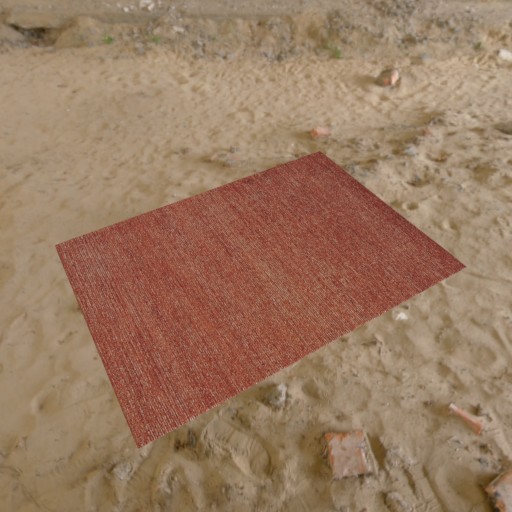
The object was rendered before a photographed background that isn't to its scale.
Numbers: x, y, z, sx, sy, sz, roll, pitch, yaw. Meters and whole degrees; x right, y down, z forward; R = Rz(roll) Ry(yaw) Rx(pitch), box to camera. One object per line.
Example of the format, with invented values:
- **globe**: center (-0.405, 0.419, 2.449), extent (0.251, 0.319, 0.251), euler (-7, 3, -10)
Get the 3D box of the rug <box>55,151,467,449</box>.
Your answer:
- **rug**: center (0.000, 0.000, 5.206), extent (3.965, 0.025, 2.803), euler (-23, 50, -21)
